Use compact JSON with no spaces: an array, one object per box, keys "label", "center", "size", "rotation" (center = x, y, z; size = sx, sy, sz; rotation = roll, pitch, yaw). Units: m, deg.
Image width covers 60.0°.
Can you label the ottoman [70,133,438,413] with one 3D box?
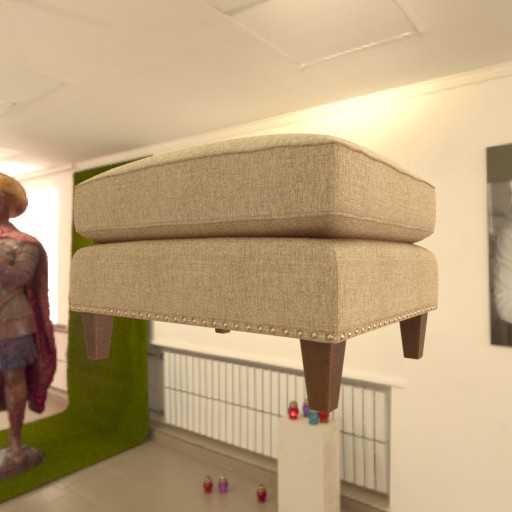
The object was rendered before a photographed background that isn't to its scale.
[{"label":"ottoman","center":[0.000,0.000,1.119],"size":[0.741,0.513,0.584],"rotation":[0,0,37]}]
